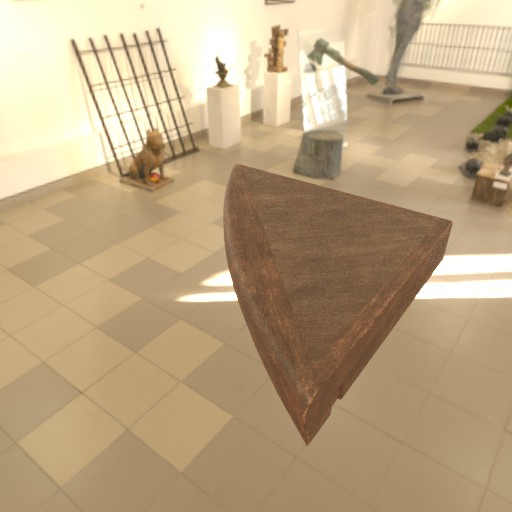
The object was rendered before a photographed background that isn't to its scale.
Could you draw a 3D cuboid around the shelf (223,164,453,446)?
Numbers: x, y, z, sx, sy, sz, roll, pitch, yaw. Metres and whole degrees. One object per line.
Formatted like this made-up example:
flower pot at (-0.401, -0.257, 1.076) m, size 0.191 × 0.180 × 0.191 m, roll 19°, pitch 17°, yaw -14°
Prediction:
shelf at (0.000, 0.000, 0.471) m, size 0.310 × 0.050 × 0.310 m, roll 21°, pitch 38°, yaw 30°
